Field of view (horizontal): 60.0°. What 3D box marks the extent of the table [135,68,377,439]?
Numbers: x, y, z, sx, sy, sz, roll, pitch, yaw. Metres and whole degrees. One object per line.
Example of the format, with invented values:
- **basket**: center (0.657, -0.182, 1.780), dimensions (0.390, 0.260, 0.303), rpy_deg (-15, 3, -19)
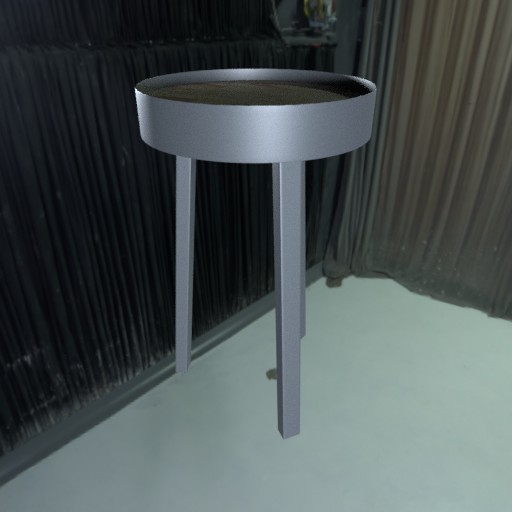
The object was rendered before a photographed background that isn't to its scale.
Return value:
- **table**: center (0.000, 0.000, 0.933), dimensions (0.406, 0.686, 0.406), rpy_deg (21, 36, 33)
